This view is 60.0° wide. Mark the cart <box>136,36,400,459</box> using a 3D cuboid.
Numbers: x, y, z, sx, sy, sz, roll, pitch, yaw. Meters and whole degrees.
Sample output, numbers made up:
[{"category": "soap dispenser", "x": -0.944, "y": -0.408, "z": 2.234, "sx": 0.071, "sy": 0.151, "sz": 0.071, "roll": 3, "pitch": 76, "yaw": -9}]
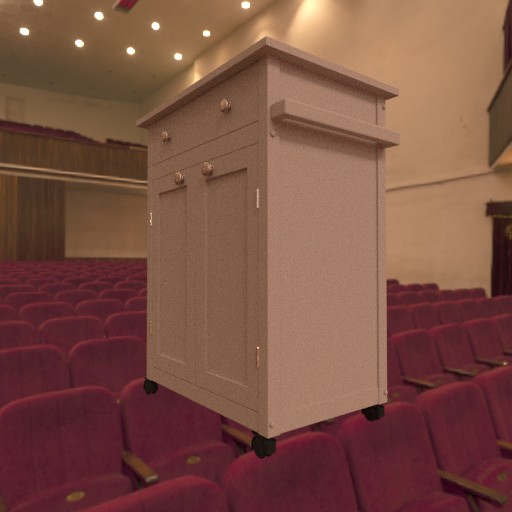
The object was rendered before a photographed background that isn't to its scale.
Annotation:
[{"category": "cart", "x": 0.000, "y": 0.000, "z": 1.267, "sx": 0.442, "sy": 0.864, "sz": 0.683, "roll": 1, "pitch": -1, "yaw": -37}]
